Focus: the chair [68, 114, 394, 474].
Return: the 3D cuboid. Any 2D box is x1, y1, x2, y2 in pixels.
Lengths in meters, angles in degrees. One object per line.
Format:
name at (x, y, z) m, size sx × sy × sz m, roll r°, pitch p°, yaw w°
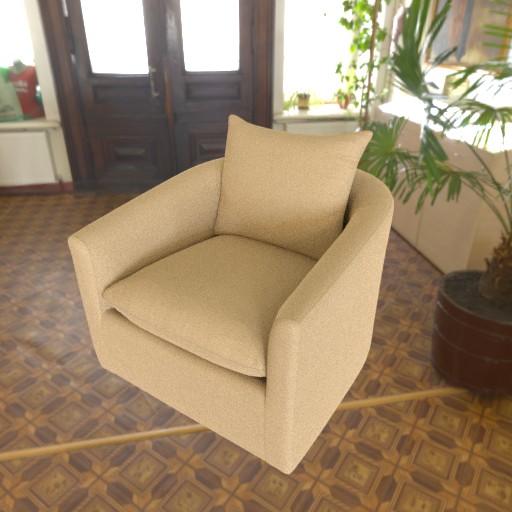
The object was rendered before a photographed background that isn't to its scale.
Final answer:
chair at (0.000, 0.000, 1.579) m, size 0.845 × 0.848 × 0.910 m, roll 17°, pitch 33°, yaw 29°
